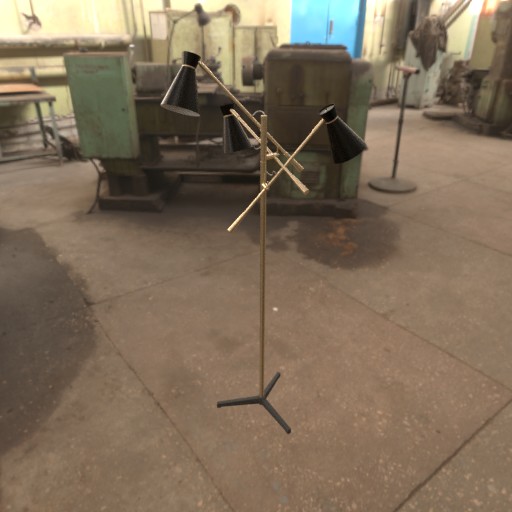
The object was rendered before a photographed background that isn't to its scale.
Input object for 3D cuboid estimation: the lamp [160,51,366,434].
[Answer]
[{"bbox_3d":[0.000,0.000,2.141,0.750,1.804,0.653,-18,32,-30],"label":"lamp"}]
